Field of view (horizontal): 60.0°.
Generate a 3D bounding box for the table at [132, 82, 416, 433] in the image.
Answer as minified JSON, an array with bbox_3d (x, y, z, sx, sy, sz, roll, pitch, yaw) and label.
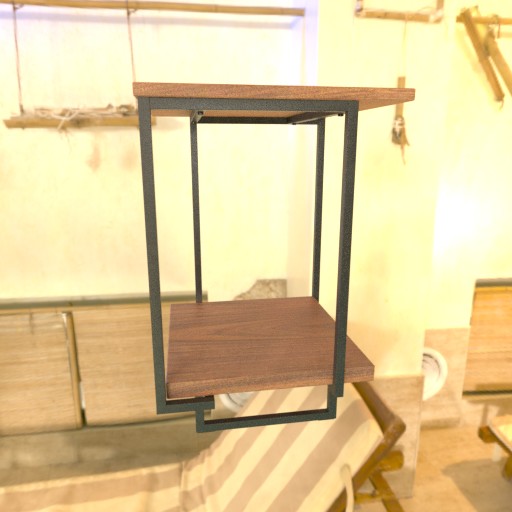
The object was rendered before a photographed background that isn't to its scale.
[{"bbox_3d":[0.000,0.000,0.852,0.384,0.567,0.411,-2,14,-9],"label":"table"}]
